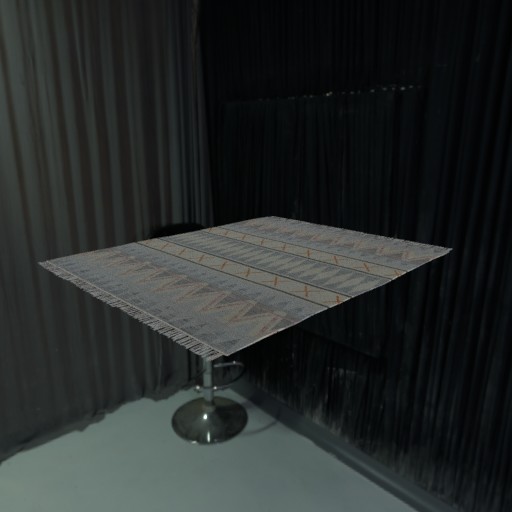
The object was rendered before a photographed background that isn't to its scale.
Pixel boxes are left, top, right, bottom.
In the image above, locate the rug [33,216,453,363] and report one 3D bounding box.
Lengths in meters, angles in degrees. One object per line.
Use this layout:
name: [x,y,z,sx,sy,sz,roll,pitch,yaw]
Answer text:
rug: [0.000,0.000,3.976,2.371,0.012,3.000,16,22,43]
